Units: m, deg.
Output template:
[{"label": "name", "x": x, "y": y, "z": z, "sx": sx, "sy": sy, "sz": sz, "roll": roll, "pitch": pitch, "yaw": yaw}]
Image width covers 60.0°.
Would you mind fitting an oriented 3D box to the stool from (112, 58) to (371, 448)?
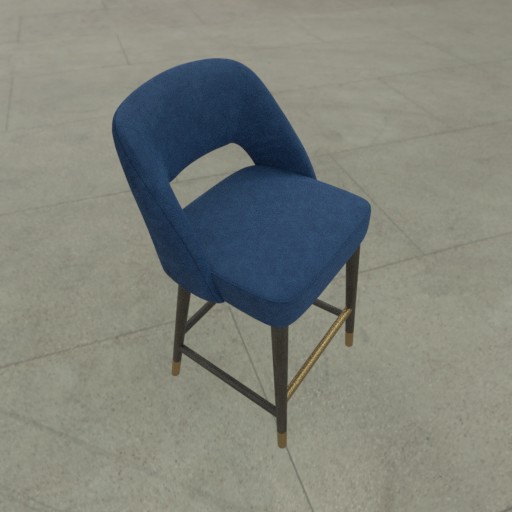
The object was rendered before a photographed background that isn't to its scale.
[{"label": "stool", "x": 0.000, "y": 0.000, "z": 1.238, "sx": 0.524, "sy": 0.925, "sz": 0.536, "roll": 25, "pitch": 48, "yaw": 25}]
